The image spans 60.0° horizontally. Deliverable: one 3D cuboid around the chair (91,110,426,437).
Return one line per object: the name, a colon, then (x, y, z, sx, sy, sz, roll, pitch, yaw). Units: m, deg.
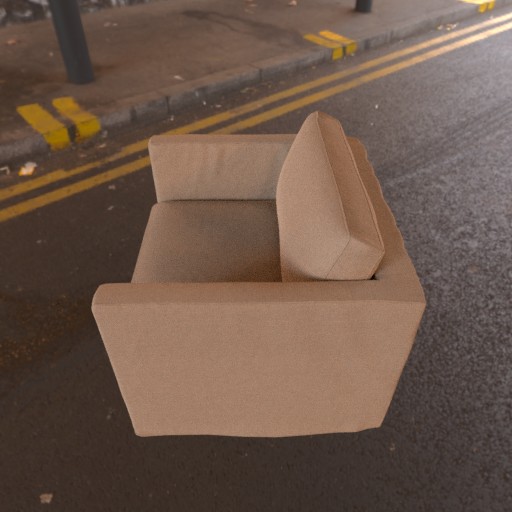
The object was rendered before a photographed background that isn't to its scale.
chair: (0.000, 0.000, 1.754, 0.949, 0.867, 1.057, -1, 41, -1)
